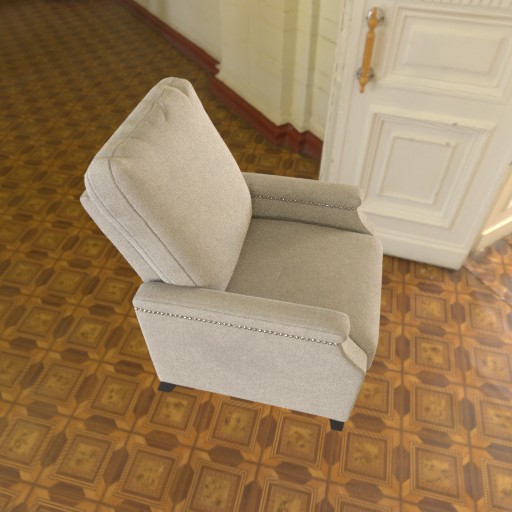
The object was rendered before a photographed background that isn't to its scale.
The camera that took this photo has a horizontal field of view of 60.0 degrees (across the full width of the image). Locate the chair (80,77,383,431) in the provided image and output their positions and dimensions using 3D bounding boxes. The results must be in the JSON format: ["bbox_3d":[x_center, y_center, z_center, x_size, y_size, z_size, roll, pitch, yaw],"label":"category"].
[{"bbox_3d":[0.000,0.000,1.606,0.922,1.049,0.710,10,47,9],"label":"chair"}]
